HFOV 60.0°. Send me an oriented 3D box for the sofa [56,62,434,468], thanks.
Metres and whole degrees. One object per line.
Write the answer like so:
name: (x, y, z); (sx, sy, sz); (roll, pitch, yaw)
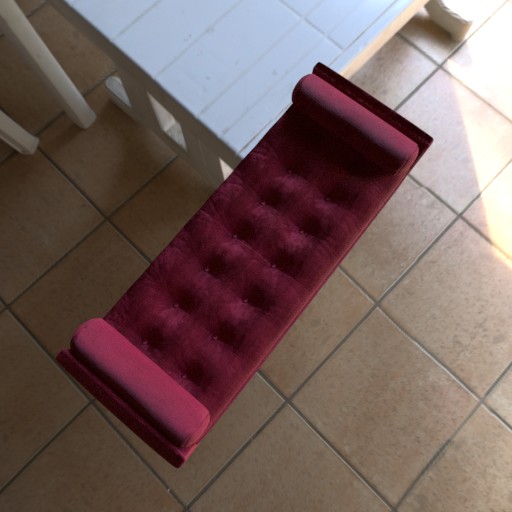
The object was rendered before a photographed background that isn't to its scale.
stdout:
sofa: (0.000, 0.000, 2.496); (0.796, 0.705, 2.102); (38, 79, 9)
